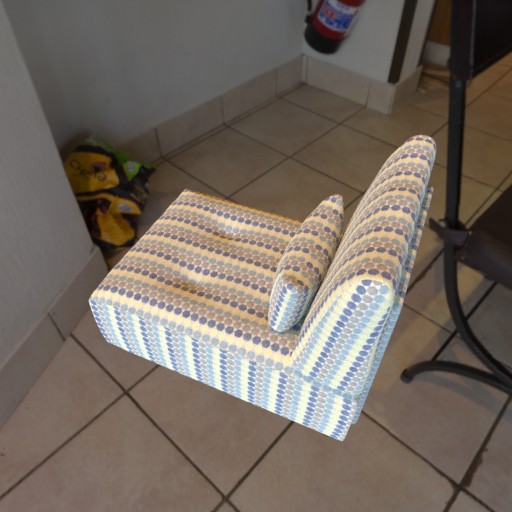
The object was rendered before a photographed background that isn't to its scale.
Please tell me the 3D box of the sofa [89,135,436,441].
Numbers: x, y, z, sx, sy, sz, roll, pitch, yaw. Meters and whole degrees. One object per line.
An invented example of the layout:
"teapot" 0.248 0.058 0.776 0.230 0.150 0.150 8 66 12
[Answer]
"sofa" 0.000 0.000 1.571 1.000 0.820 0.700 18 49 16
